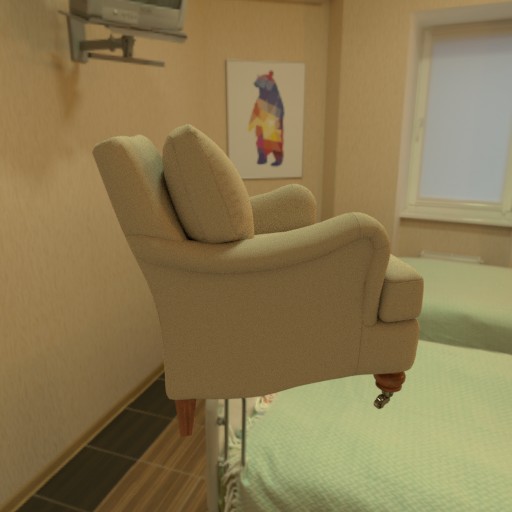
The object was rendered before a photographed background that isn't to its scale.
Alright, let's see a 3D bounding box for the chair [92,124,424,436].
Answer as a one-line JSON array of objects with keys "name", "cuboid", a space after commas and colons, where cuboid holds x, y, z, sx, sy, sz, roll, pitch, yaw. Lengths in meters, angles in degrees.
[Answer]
[{"name": "chair", "cuboid": [0.000, 0.000, 1.839, 1.070, 1.038, 0.955, -3, 16, -9]}]
